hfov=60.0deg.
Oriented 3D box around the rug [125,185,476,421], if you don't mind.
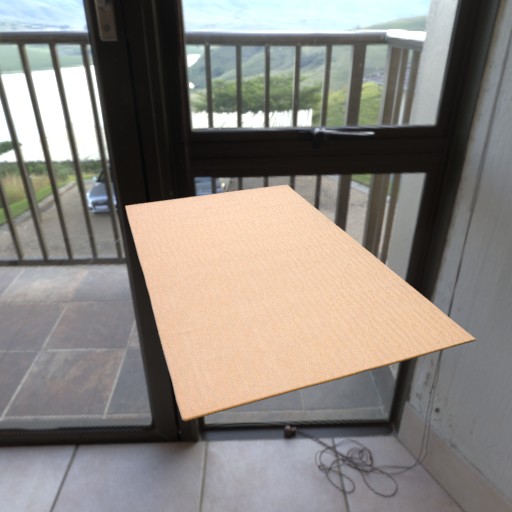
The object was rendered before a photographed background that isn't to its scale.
[{"bbox_3d":[0.000,0.000,3.052,1.531,0.014,2.441,-10,31,-17],"label":"rug"}]
